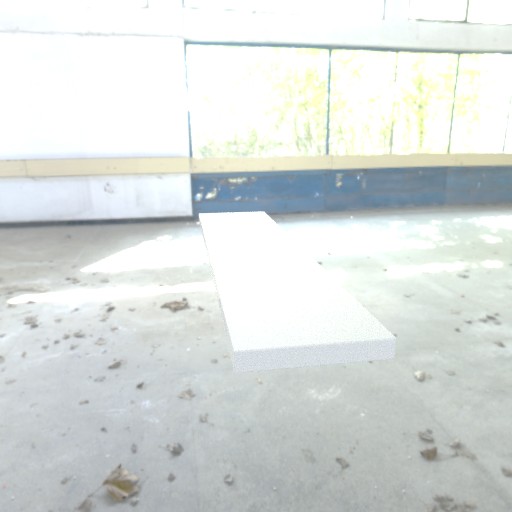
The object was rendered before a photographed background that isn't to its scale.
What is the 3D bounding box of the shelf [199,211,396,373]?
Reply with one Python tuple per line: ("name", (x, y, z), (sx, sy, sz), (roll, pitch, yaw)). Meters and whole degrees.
("shelf", (0.000, 0.000, 0.659), (0.140, 0.020, 0.610), (-3, 16, -9))
